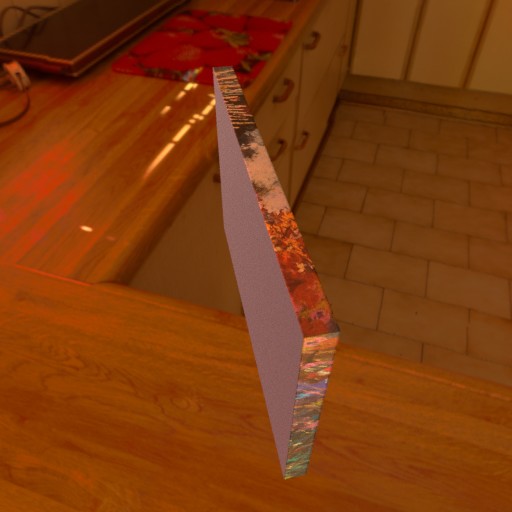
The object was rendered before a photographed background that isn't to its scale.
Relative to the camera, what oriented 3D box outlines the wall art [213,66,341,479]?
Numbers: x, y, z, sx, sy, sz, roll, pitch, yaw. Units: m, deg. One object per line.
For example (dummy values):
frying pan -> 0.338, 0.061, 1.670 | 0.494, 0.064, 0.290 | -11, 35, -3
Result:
wall art -> 0.000, 0.000, 0.774 | 0.037, 0.406, 0.610 | -9, 47, -8
